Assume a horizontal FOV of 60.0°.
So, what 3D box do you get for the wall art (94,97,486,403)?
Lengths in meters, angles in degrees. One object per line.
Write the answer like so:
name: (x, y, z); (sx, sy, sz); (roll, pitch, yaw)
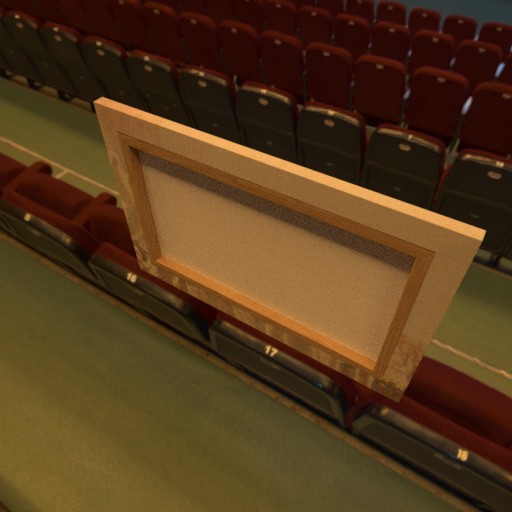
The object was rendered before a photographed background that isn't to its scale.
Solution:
wall art: (0.000, 0.000, 1.423); (1.142, 0.758, 0.041); (24, 51, 21)
